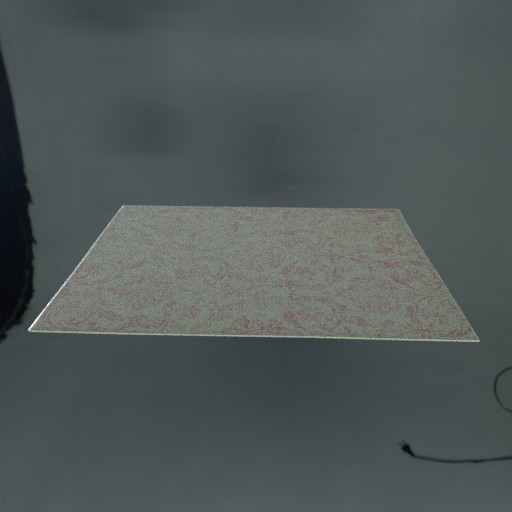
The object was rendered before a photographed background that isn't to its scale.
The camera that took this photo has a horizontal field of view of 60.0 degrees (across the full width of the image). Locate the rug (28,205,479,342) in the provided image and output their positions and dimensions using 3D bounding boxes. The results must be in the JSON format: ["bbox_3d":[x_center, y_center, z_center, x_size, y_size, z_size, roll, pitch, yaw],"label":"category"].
[{"bbox_3d":[0.000,0.000,2.851,2.202,0.014,1.598,1,29,2],"label":"rug"}]
